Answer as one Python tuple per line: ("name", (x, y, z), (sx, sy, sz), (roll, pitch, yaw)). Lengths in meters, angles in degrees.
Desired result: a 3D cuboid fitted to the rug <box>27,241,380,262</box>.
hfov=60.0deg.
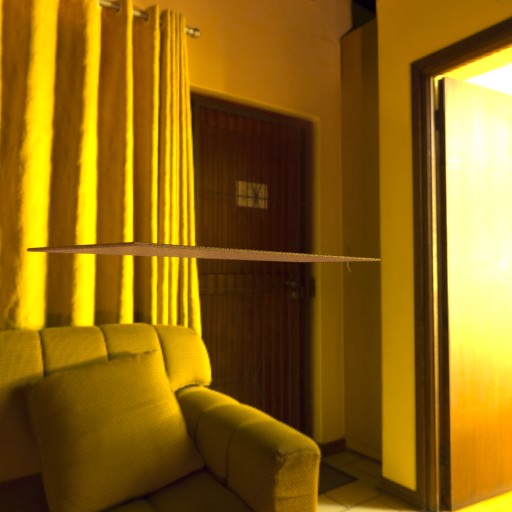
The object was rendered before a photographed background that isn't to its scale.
("rug", (0.000, 0.000, 2.538), (0.659, 0.019, 2.297), (-1, -3, 35))
